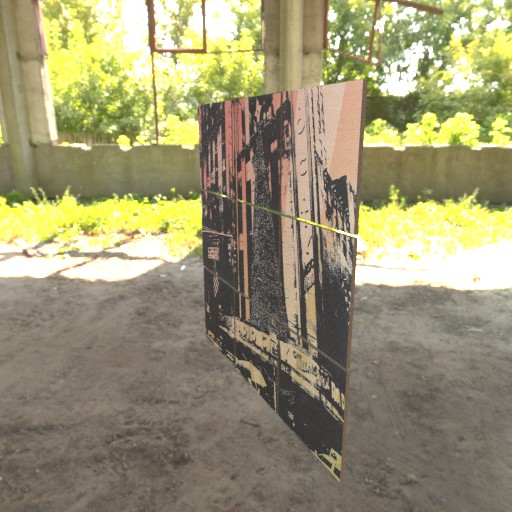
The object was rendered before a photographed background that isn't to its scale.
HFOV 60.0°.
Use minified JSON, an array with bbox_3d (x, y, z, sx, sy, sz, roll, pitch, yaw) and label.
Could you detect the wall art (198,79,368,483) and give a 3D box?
[{"bbox_3d":[0.000,0.000,1.350,0.010,0.917,0.919,-8,17,-26],"label":"wall art"}]
